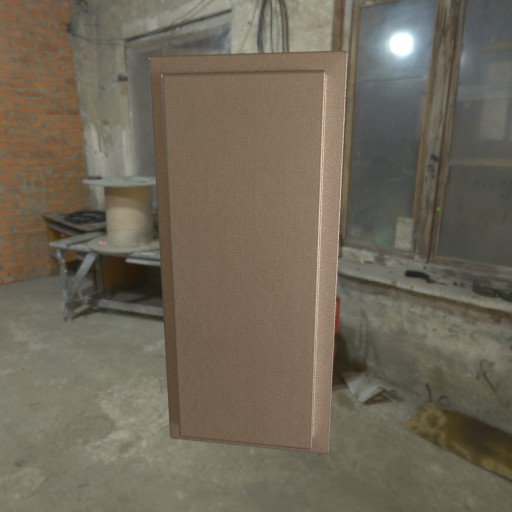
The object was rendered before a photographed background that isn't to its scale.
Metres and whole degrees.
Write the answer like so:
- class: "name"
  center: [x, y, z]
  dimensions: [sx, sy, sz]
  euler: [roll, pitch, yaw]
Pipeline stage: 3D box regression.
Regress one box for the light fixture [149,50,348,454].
- class: "light fixture"
  center: [0.000, 0.000, 0.476]
  dimensions: [0.168, 0.380, 0.160]
  euler: [2, 15, 8]
